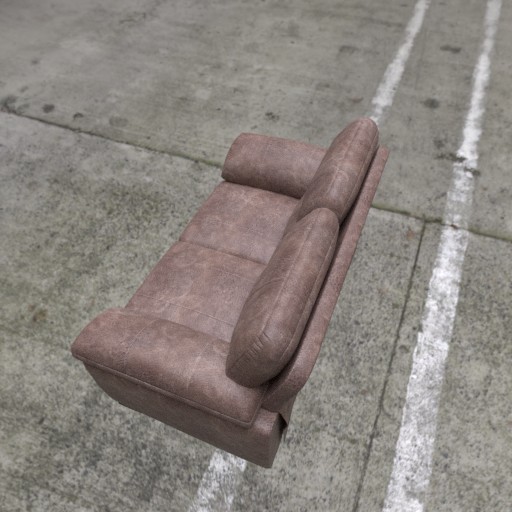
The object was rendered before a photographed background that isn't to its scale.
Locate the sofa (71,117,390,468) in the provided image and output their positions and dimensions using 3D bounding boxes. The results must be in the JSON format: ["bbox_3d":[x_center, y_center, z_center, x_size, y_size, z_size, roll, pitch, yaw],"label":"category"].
[{"bbox_3d":[0.000,0.000,2.314,0.991,0.991,1.753,16,49,15],"label":"sofa"}]
